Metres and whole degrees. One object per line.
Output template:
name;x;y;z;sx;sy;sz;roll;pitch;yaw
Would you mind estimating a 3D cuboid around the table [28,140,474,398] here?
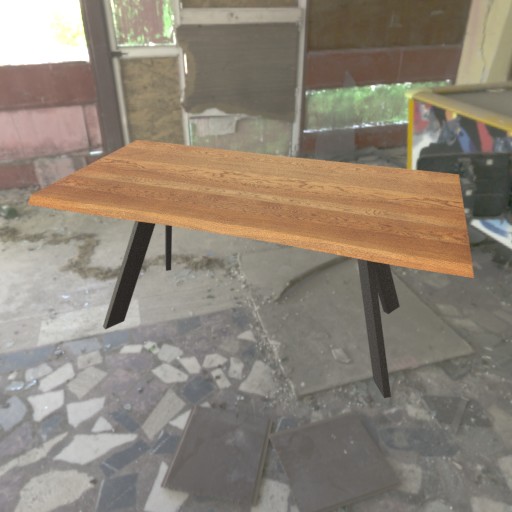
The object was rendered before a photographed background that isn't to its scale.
table;0.000;0.000;2.230;1.800;0.770;0.900;10;33;16
